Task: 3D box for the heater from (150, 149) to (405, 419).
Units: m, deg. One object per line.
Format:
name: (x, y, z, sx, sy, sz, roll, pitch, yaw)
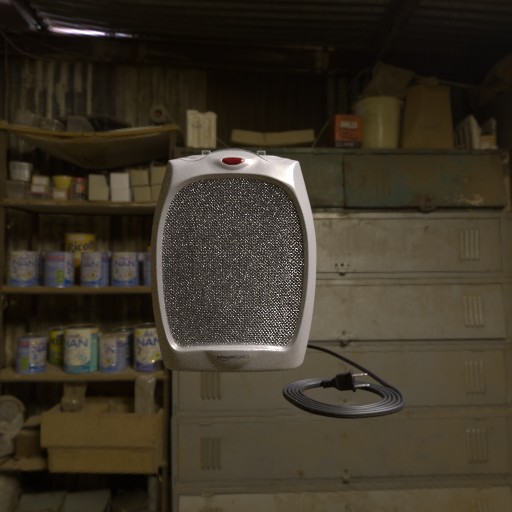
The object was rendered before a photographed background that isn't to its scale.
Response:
heater: (0.000, 0.000, 0.462, 0.239, 0.240, 0.291, 0, -1, -1)
